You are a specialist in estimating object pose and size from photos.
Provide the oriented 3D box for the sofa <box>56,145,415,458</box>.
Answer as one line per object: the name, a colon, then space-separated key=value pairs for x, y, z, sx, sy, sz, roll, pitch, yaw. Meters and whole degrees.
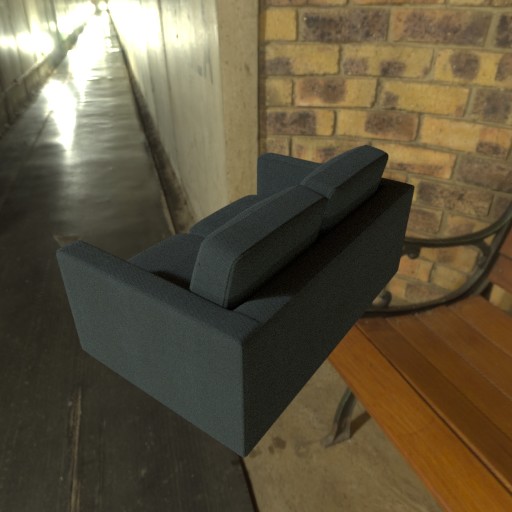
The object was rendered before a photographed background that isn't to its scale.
sofa: x=0.000 y=0.000 z=2.205 sx=0.999 sy=0.930 sz=1.518 roll=21 pitch=37 yaw=30
